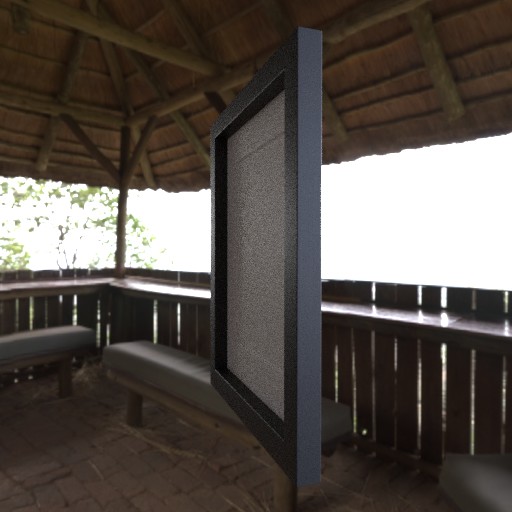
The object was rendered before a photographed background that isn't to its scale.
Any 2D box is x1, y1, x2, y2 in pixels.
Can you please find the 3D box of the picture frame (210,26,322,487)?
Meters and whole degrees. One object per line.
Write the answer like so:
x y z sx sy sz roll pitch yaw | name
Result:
0.000 0.000 0.518 0.036 0.383 0.307 0 1 -19 | picture frame
